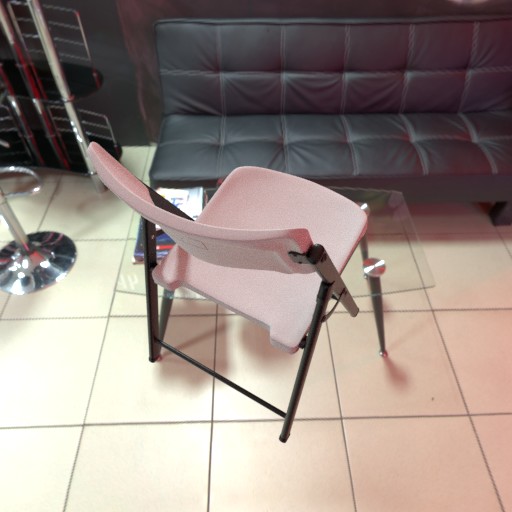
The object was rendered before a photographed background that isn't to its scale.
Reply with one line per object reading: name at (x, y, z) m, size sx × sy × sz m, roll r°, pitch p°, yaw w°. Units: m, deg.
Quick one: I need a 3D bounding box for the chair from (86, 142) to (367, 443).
chair at (0.000, 0.000, 1.107) m, size 0.482 × 0.765 × 0.577 m, roll 24°, pitch 52°, yaw 20°
